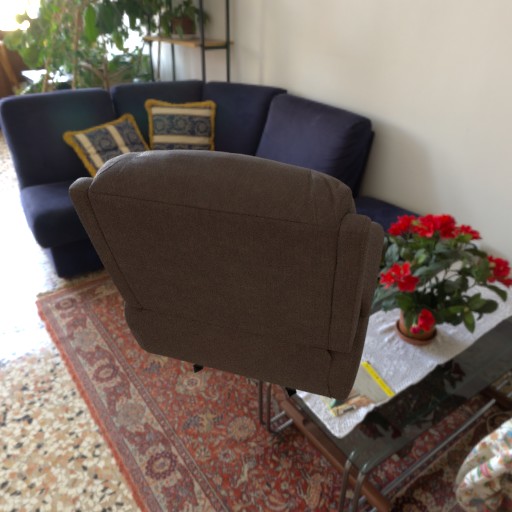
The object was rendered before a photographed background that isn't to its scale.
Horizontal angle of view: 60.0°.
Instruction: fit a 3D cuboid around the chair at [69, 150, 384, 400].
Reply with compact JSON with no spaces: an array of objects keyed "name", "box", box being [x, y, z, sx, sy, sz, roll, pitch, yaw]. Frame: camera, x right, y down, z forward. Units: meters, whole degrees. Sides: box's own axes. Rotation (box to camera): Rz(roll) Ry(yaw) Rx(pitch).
[{"name":"chair","box":[0.000,0.000,1.730,0.930,1.011,0.899,10,32,16]}]
